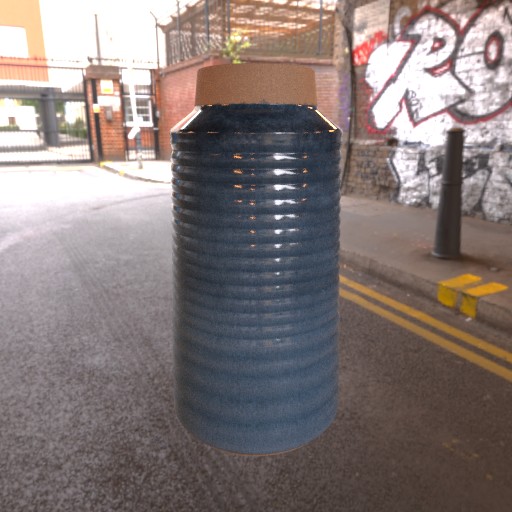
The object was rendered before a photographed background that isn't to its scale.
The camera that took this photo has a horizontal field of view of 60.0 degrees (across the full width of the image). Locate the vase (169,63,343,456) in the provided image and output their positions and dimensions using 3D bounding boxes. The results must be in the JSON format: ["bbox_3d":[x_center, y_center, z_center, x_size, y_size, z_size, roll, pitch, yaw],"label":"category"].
[{"bbox_3d":[0.000,0.000,0.407,0.163,0.316,0.163,0,16,0],"label":"vase"}]
